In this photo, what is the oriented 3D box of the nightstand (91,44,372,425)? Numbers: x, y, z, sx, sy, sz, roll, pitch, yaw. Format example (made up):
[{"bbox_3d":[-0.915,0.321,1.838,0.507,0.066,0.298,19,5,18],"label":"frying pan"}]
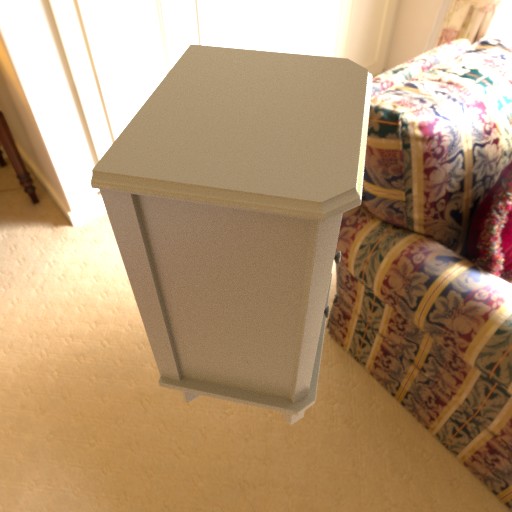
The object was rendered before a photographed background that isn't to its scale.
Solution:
[{"bbox_3d":[0.000,0.000,0.936,0.348,0.680,0.435,9,48,8],"label":"nightstand"}]
